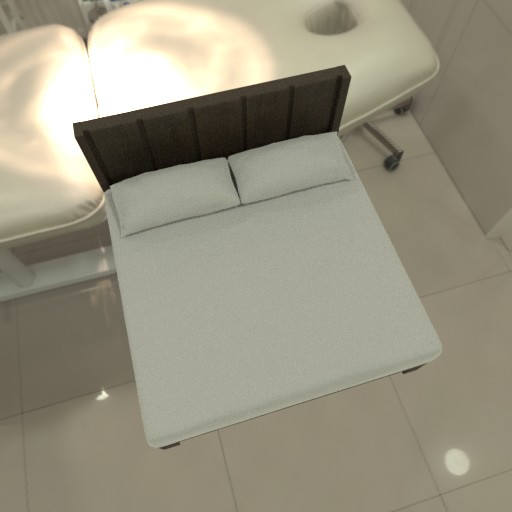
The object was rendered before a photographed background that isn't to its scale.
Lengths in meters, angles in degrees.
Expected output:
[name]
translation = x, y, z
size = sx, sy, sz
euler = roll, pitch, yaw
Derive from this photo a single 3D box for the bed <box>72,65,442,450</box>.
[bed]
translation = 0.000, 0.000, 3.447
size = 2.143, 1.261, 2.238
euler = -15, 64, -7
